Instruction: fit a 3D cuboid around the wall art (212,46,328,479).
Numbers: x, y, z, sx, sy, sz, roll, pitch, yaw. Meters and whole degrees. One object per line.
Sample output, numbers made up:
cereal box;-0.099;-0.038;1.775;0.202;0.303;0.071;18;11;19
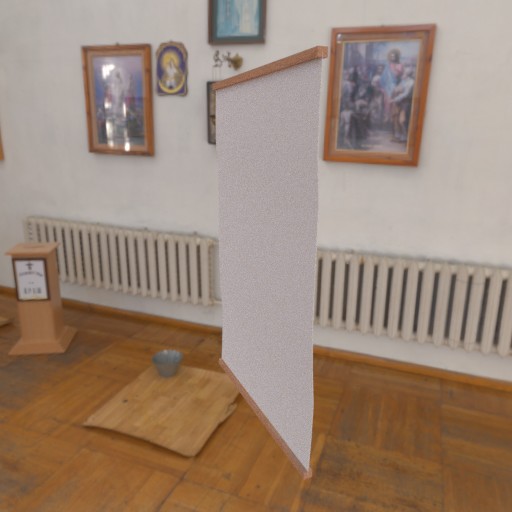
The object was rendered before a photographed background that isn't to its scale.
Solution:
wall art;0.000;0.000;0.650;0.012;0.508;0.332;-6;16;-23
